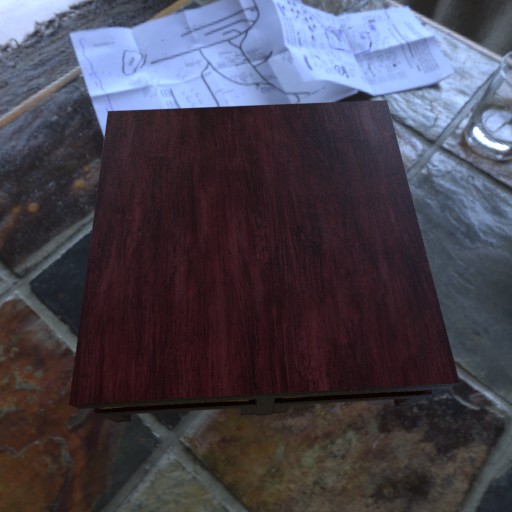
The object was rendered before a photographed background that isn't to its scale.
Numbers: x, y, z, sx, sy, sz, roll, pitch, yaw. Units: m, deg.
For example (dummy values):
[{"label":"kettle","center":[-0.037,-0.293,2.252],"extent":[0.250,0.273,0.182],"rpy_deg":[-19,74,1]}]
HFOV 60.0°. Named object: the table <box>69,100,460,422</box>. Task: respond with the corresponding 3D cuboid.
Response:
[{"label":"table","center":[0.000,0.000,1.333],"extent":[0.865,0.356,0.865],"rpy_deg":[-3,63,-1]}]
